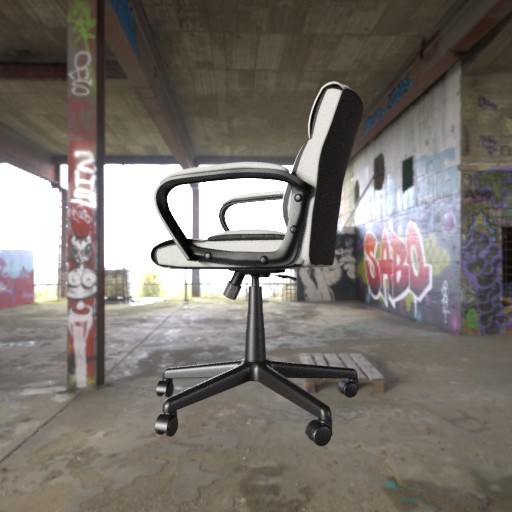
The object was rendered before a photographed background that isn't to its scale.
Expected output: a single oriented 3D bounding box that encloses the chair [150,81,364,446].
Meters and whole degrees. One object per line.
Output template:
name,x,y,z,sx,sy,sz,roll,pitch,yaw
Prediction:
chair,0.000,0.000,1.513,0.717,1.004,0.739,0,-1,18
